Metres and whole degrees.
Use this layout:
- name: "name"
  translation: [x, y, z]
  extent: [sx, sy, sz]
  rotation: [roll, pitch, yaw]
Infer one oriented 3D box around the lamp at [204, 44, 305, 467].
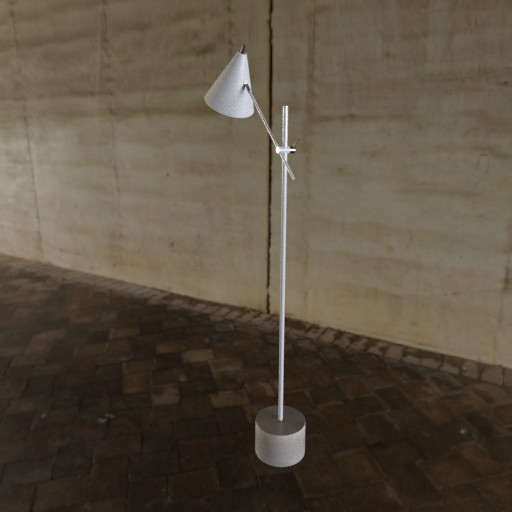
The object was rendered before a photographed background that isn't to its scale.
- name: "lamp"
  translation: [0.000, 0.000, 1.611]
  extent: [0.223, 1.430, 0.508]
  rotation: [-7, 17, -26]
